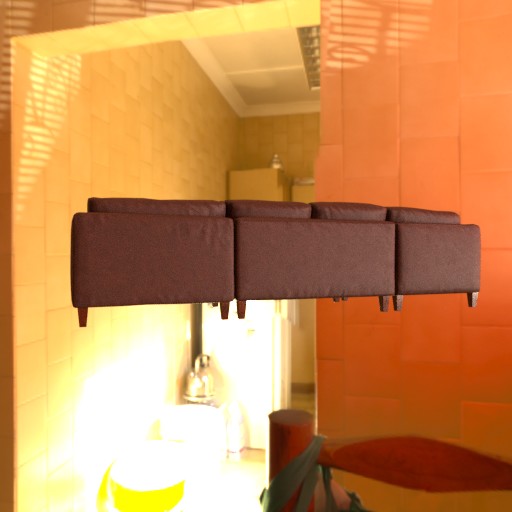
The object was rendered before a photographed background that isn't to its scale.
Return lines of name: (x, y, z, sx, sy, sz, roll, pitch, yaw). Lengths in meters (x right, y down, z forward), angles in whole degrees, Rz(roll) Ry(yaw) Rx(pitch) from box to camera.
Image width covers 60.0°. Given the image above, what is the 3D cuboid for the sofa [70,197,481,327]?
sofa: (0.000, 0.000, 4.637, 3.460, 0.923, 2.593, 0, 0, -19)
